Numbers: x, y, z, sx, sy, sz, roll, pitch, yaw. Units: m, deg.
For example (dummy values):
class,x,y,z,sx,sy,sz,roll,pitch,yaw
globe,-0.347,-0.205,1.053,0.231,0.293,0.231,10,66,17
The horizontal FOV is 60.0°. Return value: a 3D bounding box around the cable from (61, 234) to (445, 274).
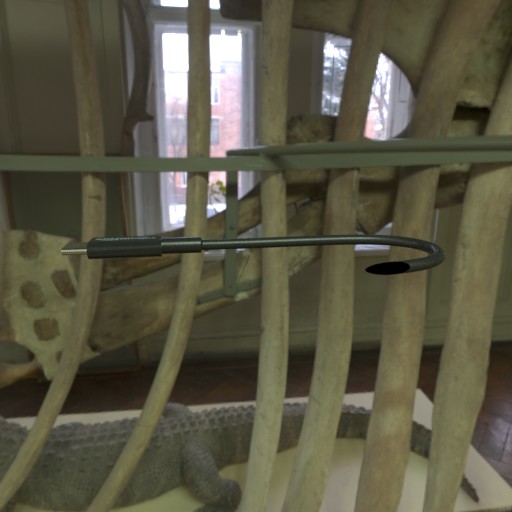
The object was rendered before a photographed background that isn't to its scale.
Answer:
class,x,y,z,sx,sy,sz,roll,pitch,yaw
cable,0.000,0.000,0.111,0.098,0.006,0.040,-2,14,-8
